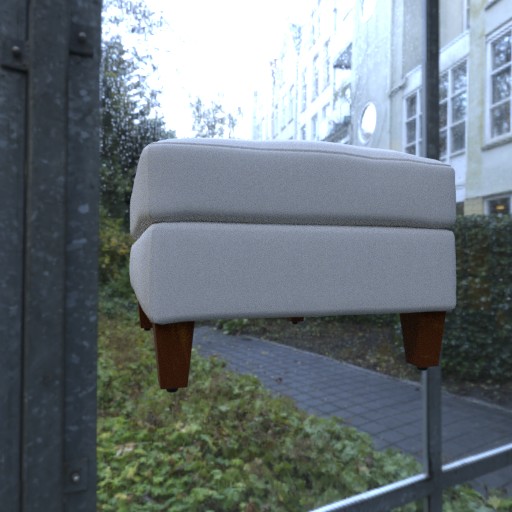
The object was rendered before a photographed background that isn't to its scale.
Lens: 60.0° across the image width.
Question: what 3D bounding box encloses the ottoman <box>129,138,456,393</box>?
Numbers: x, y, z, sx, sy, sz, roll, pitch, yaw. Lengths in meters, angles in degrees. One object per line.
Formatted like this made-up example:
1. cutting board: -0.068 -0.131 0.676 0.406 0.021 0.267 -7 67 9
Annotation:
1. ottoman: 0.000 0.000 1.181 0.634 0.479 0.818 0 -1 -17
